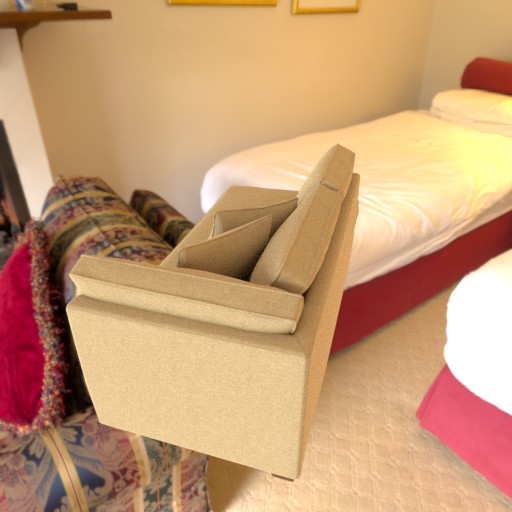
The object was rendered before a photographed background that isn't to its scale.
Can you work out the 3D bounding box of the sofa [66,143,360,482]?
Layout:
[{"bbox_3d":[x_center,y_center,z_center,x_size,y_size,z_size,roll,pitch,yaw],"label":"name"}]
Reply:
[{"bbox_3d":[0.000,0.000,2.812,1.110,1.033,2.237,9,32,14],"label":"sofa"}]
